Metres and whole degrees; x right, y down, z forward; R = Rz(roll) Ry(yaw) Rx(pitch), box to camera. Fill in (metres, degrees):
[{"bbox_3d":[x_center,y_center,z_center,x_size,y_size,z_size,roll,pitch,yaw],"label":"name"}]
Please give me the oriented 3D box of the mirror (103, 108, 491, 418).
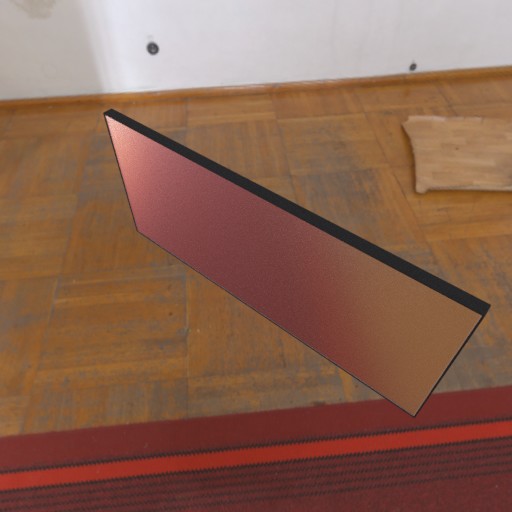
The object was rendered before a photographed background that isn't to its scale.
[{"bbox_3d":[0.000,0.000,1.762,1.584,0.692,0.047,31,55,25],"label":"mirror"}]
